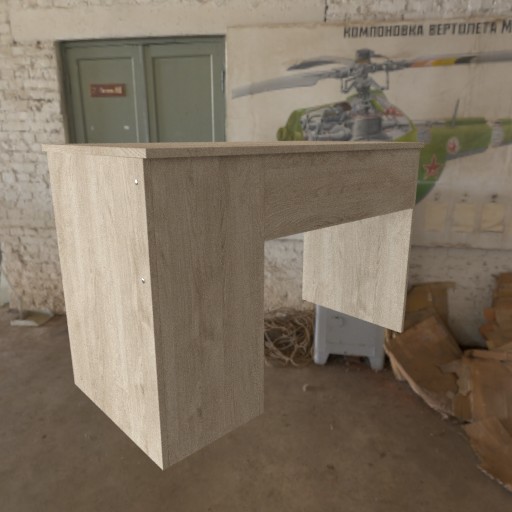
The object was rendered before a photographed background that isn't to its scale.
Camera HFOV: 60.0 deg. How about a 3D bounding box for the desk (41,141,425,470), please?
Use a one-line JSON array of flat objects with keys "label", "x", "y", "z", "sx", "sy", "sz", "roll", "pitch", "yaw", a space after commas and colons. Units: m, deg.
[{"label": "desk", "x": 0.000, "y": 0.000, "z": 1.479, "sx": 1.096, "sy": 0.730, "sz": 0.560, "roll": -14, "pitch": 21, "yaw": -41}]
